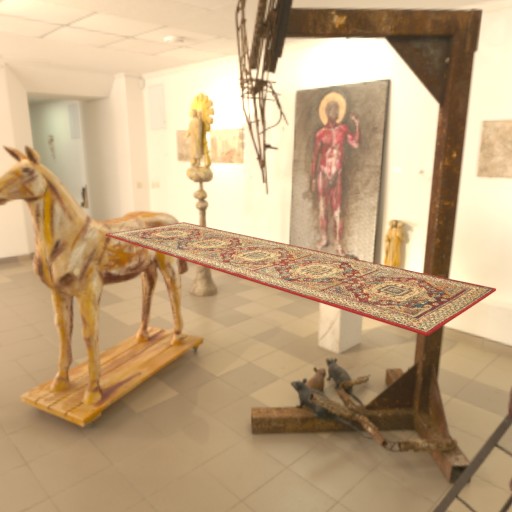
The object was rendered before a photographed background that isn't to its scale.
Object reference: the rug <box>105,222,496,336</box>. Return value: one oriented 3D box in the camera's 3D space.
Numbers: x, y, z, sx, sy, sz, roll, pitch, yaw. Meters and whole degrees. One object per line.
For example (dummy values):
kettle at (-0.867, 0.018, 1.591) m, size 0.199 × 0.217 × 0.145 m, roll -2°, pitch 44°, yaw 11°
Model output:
rug at (0.000, 0.000, 2.481) m, size 0.659 × 0.015 × 2.292 m, roll -14°, pitch 20°, yaw -43°
